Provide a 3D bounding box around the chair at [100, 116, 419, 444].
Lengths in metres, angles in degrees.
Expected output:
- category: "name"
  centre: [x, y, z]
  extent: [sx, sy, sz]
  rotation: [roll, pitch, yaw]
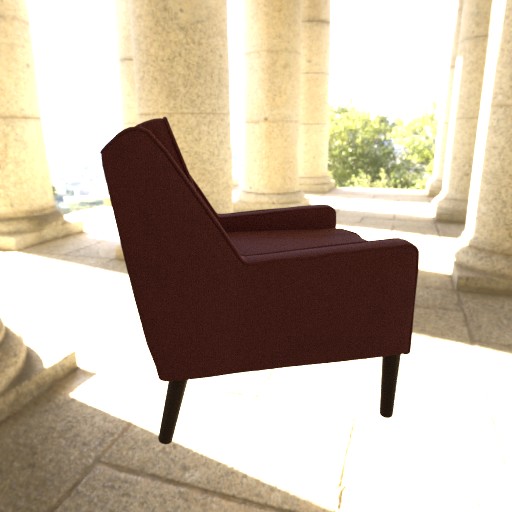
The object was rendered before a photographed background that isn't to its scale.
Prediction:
- category: "chair"
  centre: [0.000, 0.000, 1.366]
  extent: [0.770, 0.812, 0.680]
  rotation: [-3, 16, -10]
